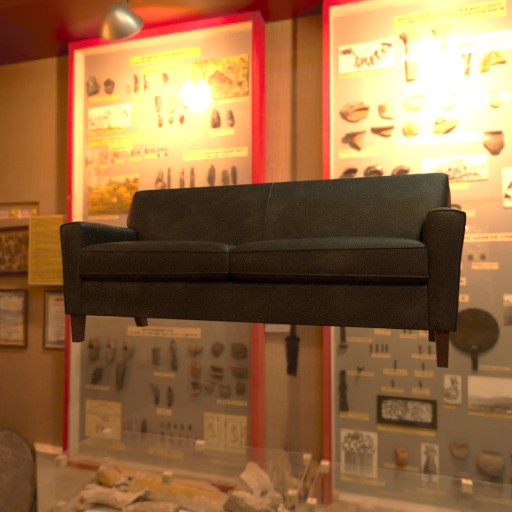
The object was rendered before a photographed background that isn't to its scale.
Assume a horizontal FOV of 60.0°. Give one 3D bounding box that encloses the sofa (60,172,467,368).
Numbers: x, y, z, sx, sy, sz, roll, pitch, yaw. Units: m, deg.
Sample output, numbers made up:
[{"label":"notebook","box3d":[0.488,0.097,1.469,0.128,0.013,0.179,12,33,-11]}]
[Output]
[{"label":"sofa","box3d":[0.000,0.000,2.462,2.053,0.947,0.805,0,-1,18]}]
